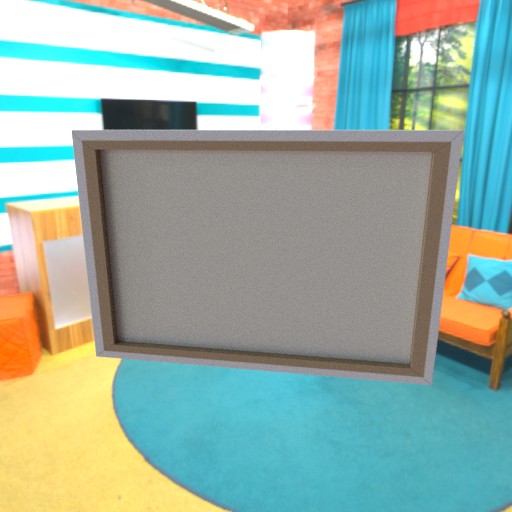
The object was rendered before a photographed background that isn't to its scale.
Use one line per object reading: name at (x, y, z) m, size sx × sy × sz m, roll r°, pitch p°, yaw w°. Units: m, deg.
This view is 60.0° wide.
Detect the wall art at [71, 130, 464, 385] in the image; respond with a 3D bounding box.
wall art at (0.000, 0.000, 0.757) m, size 0.608 × 0.414 × 0.042 m, roll 3°, pitch 16°, yaw 9°
